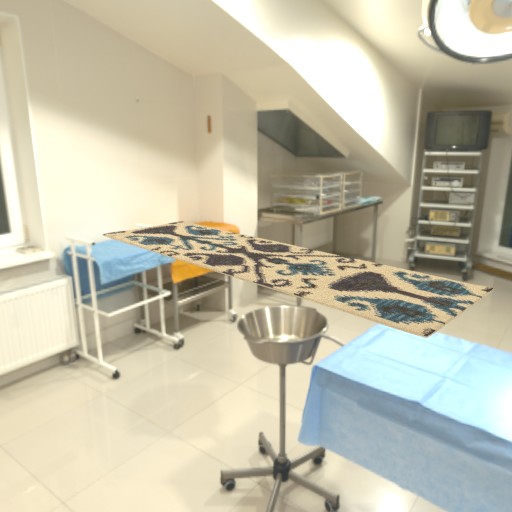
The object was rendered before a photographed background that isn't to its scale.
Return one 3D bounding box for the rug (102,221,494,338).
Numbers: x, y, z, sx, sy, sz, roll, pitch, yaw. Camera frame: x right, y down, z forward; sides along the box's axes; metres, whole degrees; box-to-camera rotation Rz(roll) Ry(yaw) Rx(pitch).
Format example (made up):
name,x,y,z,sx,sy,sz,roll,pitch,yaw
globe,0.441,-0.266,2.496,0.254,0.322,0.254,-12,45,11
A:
name,x,y,z,sx,sy,sz,roll,pitch,yaw
rug,0.000,0.000,2.512,2.301,0.017,0.692,14,21,43
